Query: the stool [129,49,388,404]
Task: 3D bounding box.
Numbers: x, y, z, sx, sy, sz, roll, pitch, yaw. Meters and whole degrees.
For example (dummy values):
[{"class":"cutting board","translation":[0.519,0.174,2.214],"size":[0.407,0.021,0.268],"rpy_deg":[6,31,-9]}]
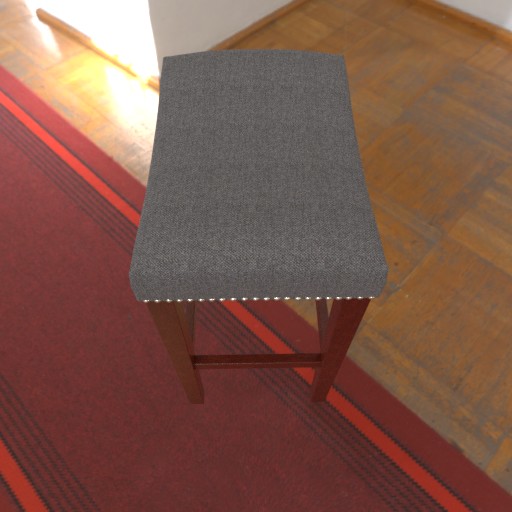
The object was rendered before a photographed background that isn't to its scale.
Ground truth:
[{"class":"stool","translation":[0.000,0.000,1.021],"size":[0.372,0.742,0.504],"rpy_deg":[-1,58,-1]}]
